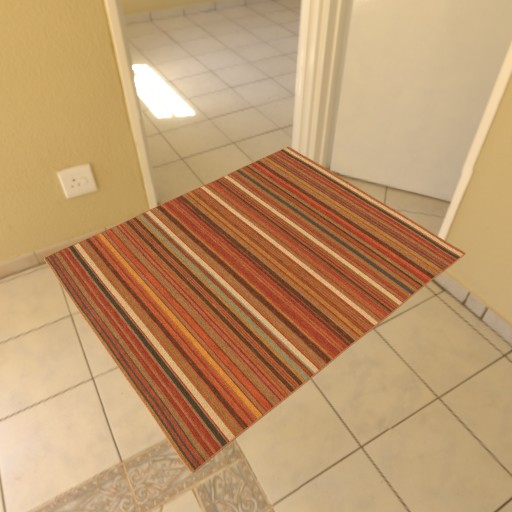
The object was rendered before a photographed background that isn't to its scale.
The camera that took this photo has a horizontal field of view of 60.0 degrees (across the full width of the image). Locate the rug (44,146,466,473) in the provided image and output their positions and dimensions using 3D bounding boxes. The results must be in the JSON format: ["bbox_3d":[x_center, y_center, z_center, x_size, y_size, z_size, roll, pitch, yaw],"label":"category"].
[{"bbox_3d":[0.000,0.000,4.133,3.092,0.023,2.479,-30,52,-27],"label":"rug"}]
